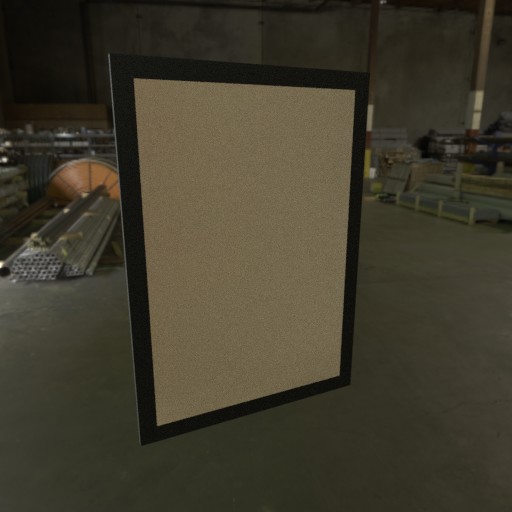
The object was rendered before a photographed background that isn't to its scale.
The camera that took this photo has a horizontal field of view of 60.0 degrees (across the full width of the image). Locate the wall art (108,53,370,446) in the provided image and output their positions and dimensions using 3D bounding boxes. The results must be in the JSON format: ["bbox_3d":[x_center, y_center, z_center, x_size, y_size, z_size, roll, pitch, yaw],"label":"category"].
[{"bbox_3d":[0.000,0.000,0.662,0.379,0.530,0.008,-7,17,-25],"label":"wall art"}]
